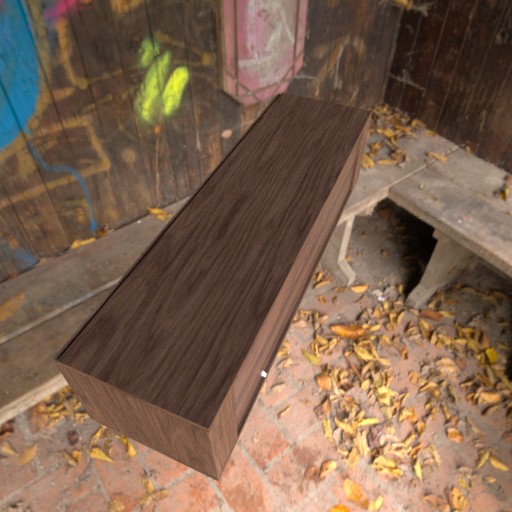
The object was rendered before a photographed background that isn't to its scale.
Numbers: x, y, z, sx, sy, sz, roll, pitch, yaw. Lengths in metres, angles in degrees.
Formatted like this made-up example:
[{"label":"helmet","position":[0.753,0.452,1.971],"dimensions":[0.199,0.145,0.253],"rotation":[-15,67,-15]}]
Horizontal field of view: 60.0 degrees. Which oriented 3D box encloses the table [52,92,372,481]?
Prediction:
[{"label":"table","position":[0.000,0.000,1.577],"dimensions":[0.405,0.508,1.397],"rotation":[18,49,16]}]
